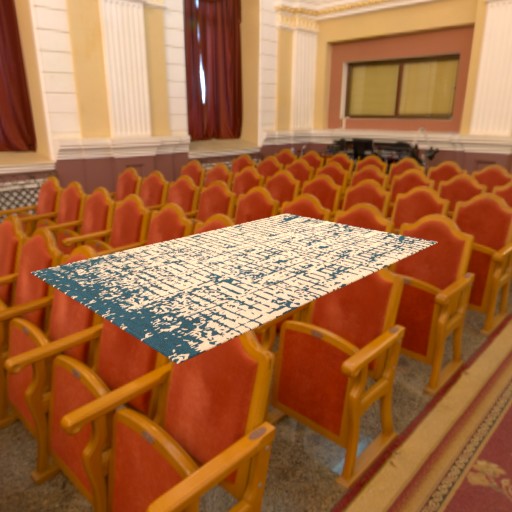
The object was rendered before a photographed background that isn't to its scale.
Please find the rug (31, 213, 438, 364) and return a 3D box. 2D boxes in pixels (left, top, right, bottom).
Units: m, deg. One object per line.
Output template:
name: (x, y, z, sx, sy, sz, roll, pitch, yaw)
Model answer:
rug: (0.000, 0.000, 3.066, 1.517, 0.011, 2.435, 16, 24, 42)
